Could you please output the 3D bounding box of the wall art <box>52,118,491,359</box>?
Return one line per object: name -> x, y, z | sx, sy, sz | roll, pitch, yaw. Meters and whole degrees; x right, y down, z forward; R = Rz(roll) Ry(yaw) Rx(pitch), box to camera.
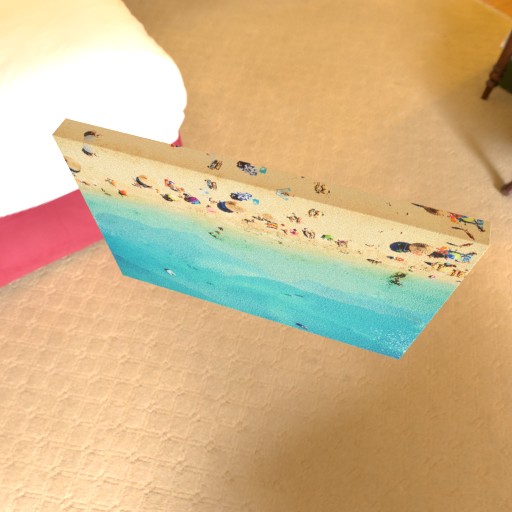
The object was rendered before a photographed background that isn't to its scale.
wall art -> 0.000, 0.000, 0.768 | 0.609, 0.406, 0.039 | 16, 59, 10
